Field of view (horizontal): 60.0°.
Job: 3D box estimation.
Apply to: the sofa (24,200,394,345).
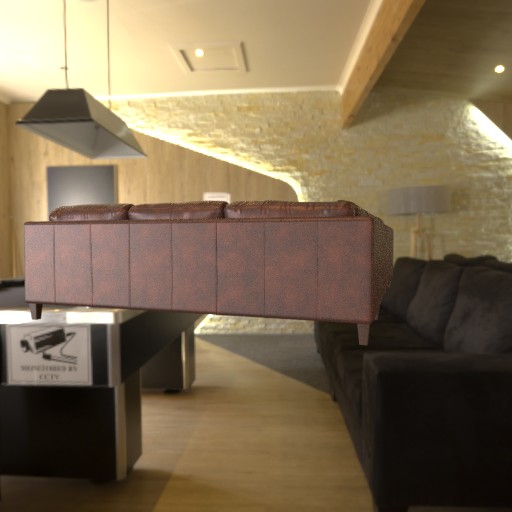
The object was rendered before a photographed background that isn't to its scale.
[{"bbox_3d":[0.000,0.000,4.251,2.438,0.836,3.152,1,2,19],"label":"sofa"}]
